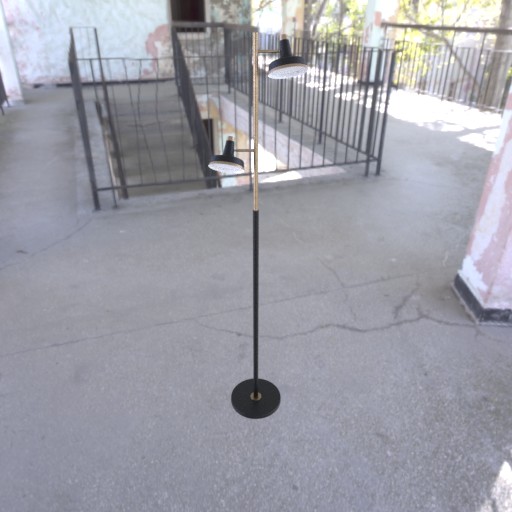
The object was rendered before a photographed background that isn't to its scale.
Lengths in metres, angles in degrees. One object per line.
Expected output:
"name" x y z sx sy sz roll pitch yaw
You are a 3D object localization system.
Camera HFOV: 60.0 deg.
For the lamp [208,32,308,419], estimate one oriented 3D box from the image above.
"lamp" 0.000 0.000 1.857 0.351 1.674 0.253 1 29 1
